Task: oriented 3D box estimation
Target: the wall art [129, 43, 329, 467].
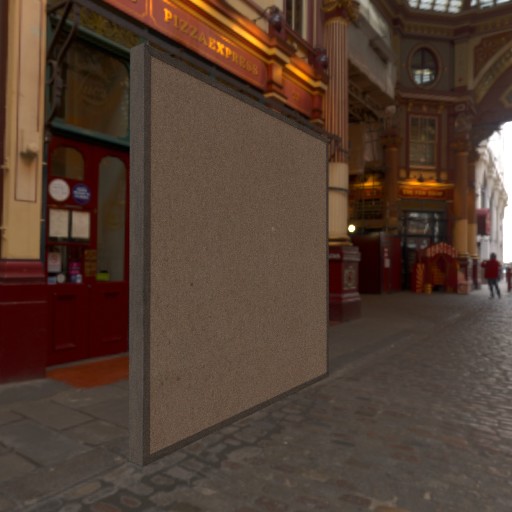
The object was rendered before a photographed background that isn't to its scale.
[{"bbox_3d":[0.000,0.000,1.119,0.038,0.762,0.762,-1,-1,35],"label":"wall art"}]
